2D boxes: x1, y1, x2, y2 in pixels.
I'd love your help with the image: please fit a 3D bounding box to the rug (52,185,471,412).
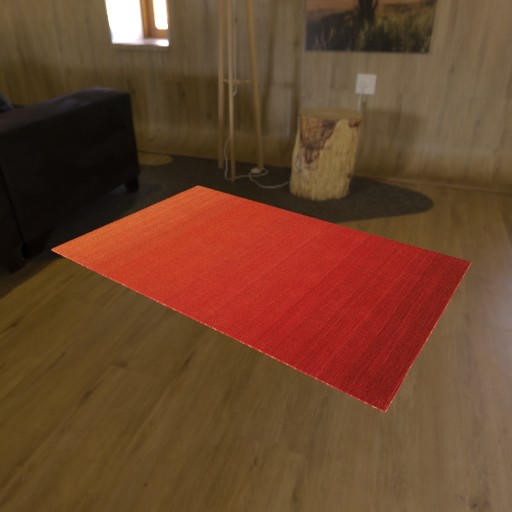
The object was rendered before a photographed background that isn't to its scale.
[{"bbox_3d":[0.000,0.000,3.030,2.442,0.010,1.531,20,35,30],"label":"rug"}]
